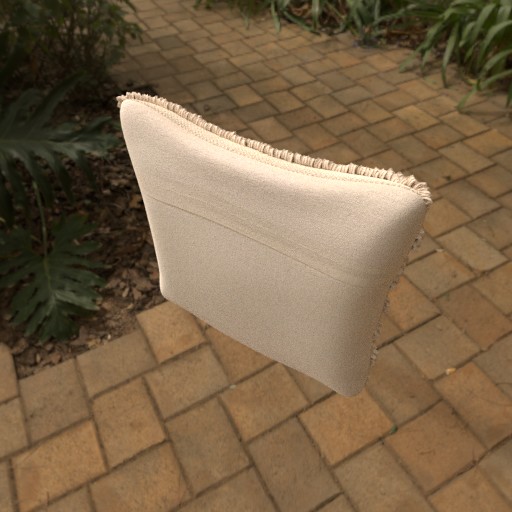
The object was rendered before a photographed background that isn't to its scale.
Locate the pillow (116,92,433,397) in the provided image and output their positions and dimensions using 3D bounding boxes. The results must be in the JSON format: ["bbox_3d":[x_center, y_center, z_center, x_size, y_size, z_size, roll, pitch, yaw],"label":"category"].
[{"bbox_3d":[0.000,0.000,0.675,0.437,0.427,0.145,24,50,22],"label":"pillow"}]
